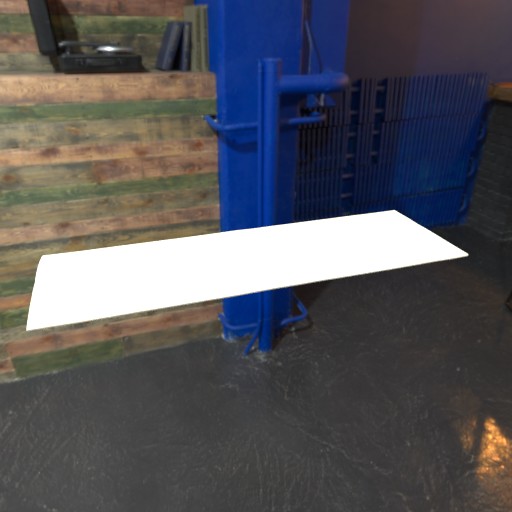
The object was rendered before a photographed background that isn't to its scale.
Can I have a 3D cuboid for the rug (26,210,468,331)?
[{"bbox_3d":[0.000,0.000,2.653,2.450,0.014,0.793,-8,28,-16],"label":"rug"}]
